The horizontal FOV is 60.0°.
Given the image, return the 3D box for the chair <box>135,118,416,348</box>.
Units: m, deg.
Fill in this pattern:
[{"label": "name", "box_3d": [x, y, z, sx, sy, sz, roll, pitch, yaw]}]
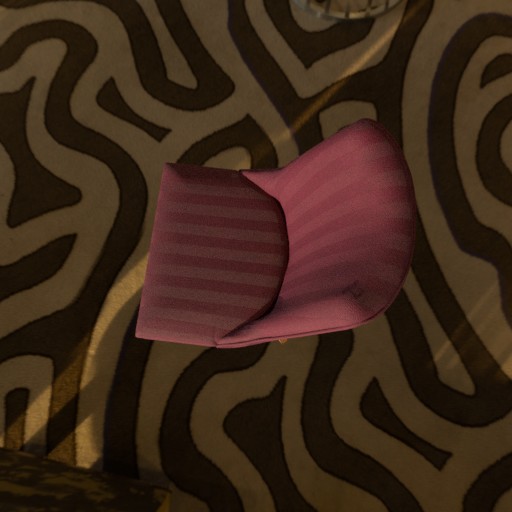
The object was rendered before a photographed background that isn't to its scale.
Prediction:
[{"label": "chair", "box_3d": [0.000, 0.000, 1.303, 0.638, 0.916, 0.548, 6, 77, 1]}]
